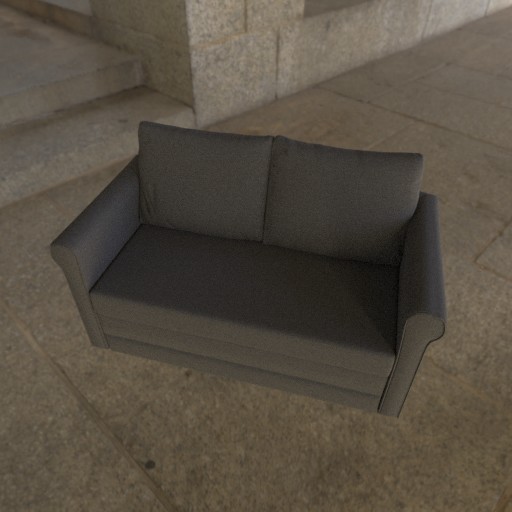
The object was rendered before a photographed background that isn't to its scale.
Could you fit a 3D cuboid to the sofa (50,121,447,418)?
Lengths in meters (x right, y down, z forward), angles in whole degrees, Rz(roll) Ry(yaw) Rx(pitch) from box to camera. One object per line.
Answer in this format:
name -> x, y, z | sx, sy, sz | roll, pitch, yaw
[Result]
sofa -> 0.000, 0.000, 1.921 | 1.460, 0.872, 0.741 | 10, 42, 11
